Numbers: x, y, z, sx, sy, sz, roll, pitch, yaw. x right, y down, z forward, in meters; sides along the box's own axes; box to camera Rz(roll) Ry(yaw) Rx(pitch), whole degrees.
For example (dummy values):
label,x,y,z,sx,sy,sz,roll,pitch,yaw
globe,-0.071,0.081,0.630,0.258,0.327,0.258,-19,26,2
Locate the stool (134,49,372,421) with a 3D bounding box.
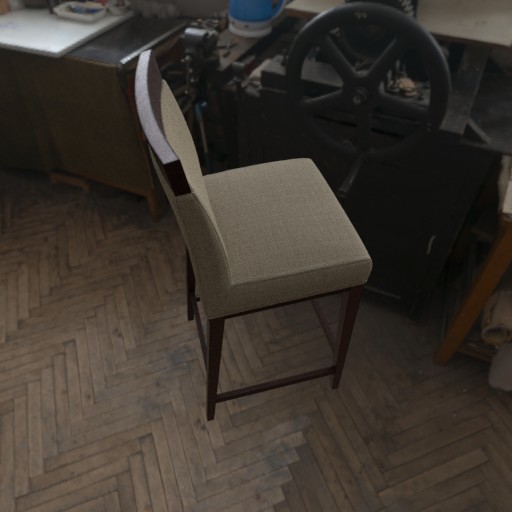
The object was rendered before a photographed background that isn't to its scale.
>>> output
label,x,y,z,sx,sy,sz,roll,pitch,yaw
stool,0.000,0.000,1.257,0.480,1.011,0.463,-11,48,-10
